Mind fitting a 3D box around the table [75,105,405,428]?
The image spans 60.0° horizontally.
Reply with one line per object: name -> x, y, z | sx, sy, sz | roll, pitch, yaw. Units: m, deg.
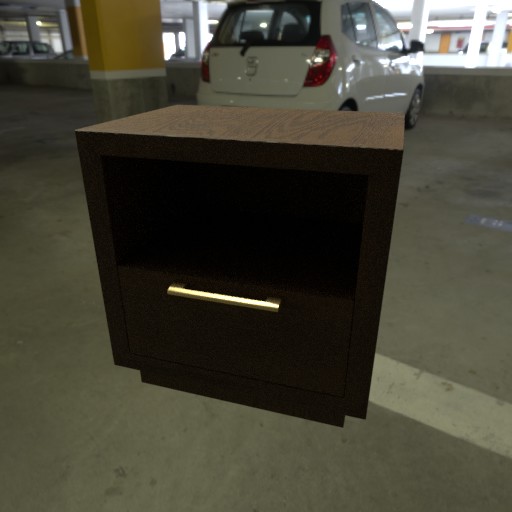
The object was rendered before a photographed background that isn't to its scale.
table -> 0.000, 0.000, 0.997 | 0.560, 0.585, 0.439 | 7, 26, 15
